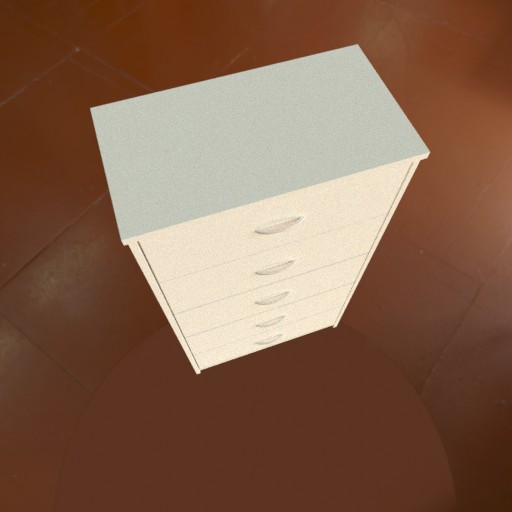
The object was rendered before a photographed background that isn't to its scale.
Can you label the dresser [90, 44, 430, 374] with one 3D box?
[{"bbox_3d":[0.000,0.000,1.584,0.704,1.255,0.399,-17,64,-9],"label":"dresser"}]
